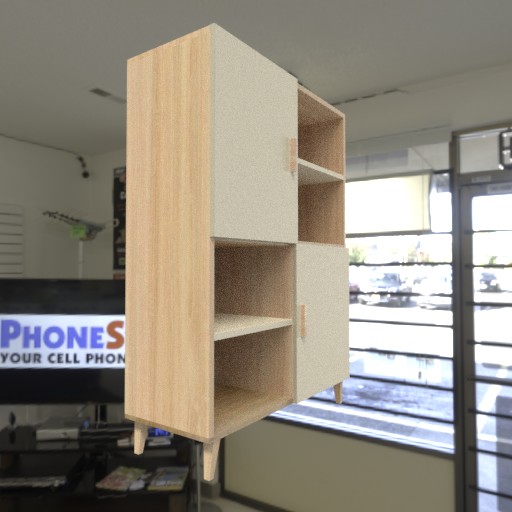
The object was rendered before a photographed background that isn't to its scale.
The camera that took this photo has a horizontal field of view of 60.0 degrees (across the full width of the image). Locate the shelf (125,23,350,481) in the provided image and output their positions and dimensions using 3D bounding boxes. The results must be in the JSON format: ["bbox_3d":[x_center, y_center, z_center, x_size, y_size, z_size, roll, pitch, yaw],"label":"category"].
[{"bbox_3d":[0.000,0.000,1.861,0.434,1.405,0.995,-1,-2,36],"label":"shelf"}]
